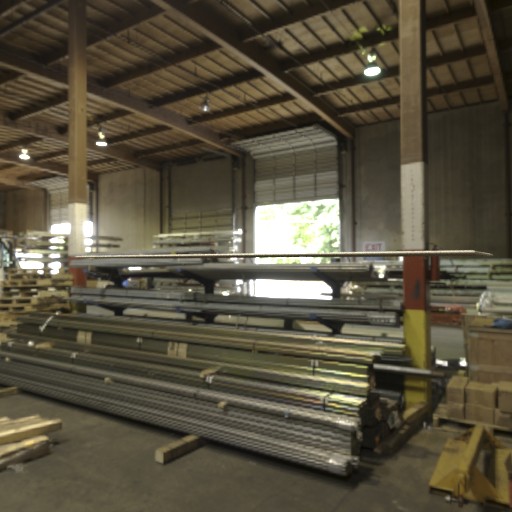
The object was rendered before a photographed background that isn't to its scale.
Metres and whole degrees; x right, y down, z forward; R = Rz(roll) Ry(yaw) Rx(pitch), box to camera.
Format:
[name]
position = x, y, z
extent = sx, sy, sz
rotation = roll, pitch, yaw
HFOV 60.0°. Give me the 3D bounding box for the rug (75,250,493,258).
[rug]
position = 0.000, 0.000, 2.374
extent = 2.196, 0.011, 0.662
rotation = -1, -1, 33
